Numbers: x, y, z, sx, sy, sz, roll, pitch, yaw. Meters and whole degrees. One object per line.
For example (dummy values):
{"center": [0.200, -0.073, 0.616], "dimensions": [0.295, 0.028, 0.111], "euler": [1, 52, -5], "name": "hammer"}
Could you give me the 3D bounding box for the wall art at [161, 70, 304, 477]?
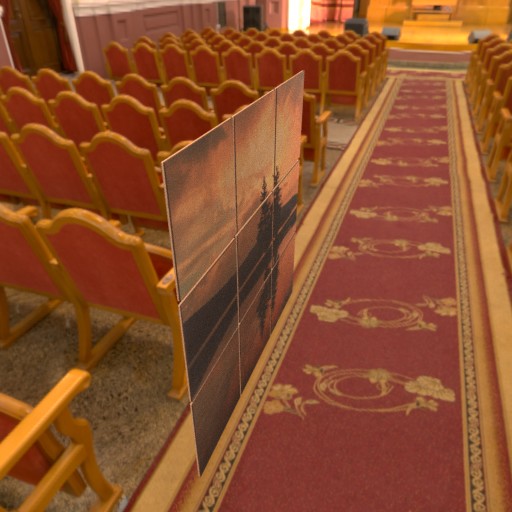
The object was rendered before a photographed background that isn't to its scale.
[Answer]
{"center": [0.000, 0.000, 2.255], "dimensions": [0.013, 1.525, 1.520], "euler": [11, 34, 17], "name": "wall art"}
